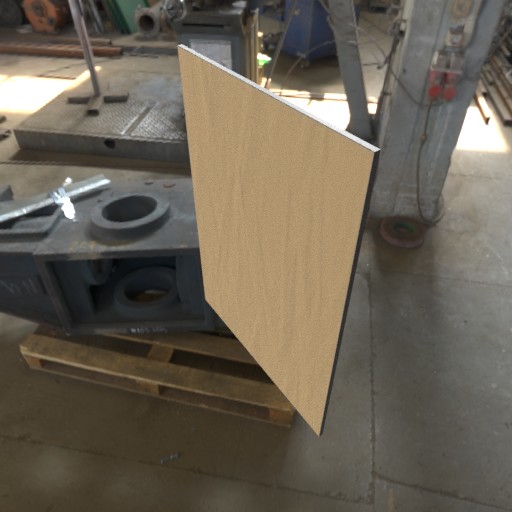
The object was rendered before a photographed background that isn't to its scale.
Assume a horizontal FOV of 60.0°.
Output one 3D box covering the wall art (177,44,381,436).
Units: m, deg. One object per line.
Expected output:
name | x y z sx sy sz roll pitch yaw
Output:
wall art | 0.000 0.000 1.459 0.016 1.116 0.810 -25 47 -25
